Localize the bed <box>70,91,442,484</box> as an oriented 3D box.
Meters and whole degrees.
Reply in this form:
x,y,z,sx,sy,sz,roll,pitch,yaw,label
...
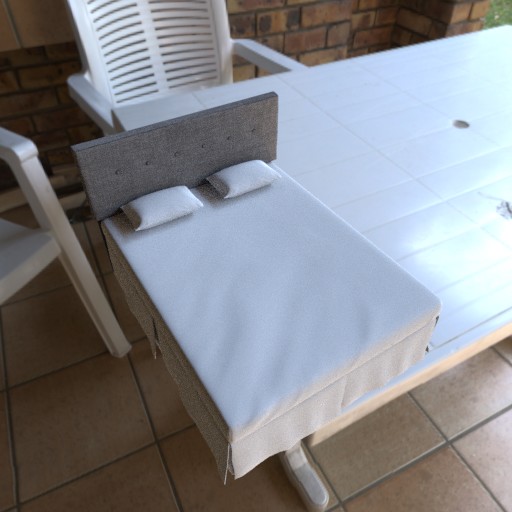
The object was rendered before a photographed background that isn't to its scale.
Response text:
x,y,z,sx,sy,sz,roll,pitch,yaw,label
0.000,0.000,2.942,1.621,1.168,1.958,-24,48,-23,bed
